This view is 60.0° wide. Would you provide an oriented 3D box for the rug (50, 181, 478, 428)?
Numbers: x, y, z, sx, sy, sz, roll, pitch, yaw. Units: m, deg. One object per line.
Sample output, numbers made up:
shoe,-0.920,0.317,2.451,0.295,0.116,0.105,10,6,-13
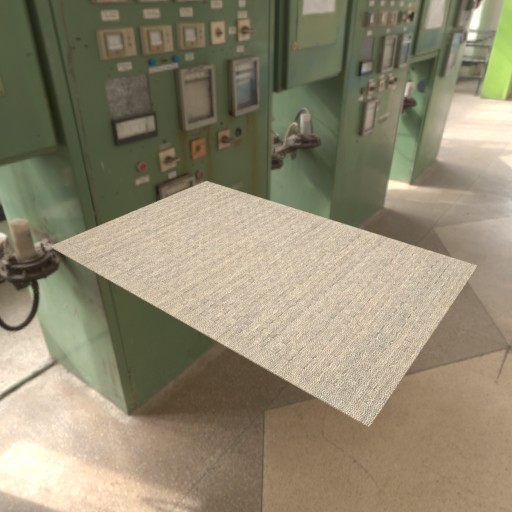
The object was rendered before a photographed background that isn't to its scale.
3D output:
rug,0.000,0.000,2.163,1.752,0.006,1.142,22,37,32
